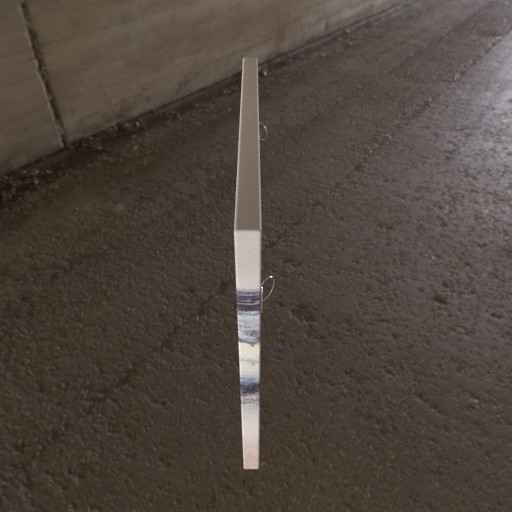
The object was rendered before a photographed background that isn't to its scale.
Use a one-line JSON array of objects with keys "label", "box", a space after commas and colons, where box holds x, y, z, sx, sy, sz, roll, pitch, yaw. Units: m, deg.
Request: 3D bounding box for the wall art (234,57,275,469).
[{"label": "wall art", "box": [0.000, 0.000, 1.139, 0.065, 0.747, 0.755, 0, 41, 0]}]
